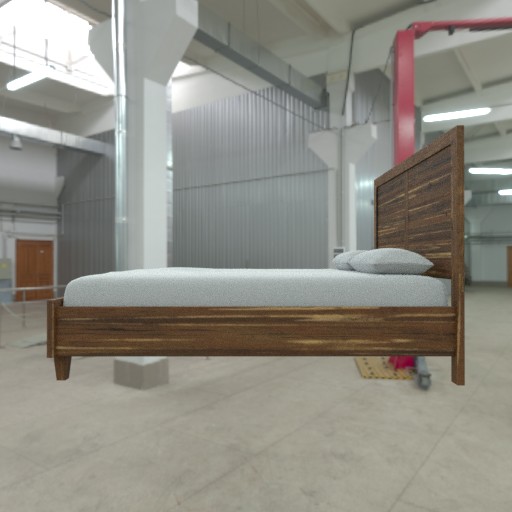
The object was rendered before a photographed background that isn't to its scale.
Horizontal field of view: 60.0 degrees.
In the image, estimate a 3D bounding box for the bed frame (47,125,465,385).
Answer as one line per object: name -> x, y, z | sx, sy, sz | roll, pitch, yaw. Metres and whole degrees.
bed frame -> 0.000, 0.000, 3.259 | 2.276, 1.417, 1.696 | 0, 0, 0
